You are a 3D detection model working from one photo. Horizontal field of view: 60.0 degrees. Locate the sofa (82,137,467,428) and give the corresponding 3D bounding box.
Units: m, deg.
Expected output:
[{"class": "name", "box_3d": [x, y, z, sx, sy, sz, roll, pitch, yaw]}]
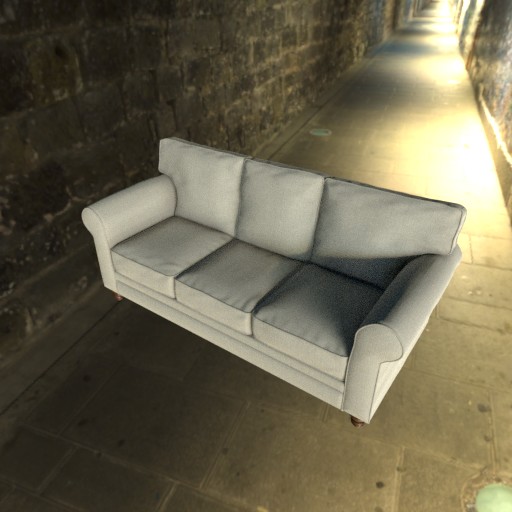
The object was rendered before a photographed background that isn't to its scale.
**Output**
[{"class": "sofa", "box_3d": [0.000, 0.000, 2.629, 2.084, 0.961, 0.916, 20, 37, 30]}]
